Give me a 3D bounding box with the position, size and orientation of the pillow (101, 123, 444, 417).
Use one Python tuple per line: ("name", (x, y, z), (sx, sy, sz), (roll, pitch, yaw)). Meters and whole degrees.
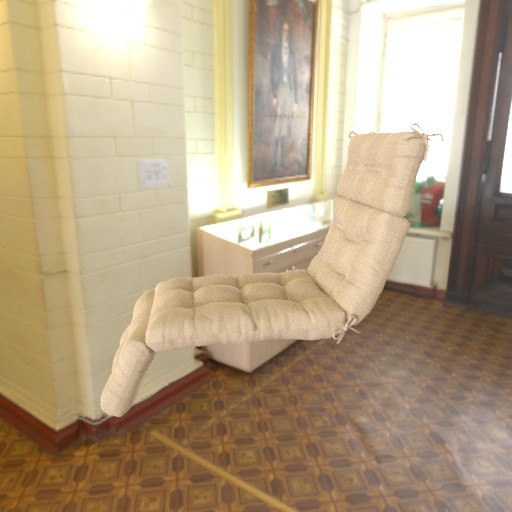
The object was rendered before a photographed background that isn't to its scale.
("pillow", (0.000, 0.000, 1.520), (1.016, 0.863, 0.526), (-2, 14, -8))
